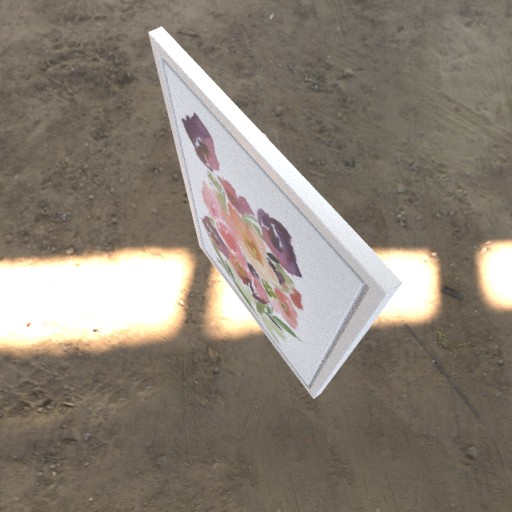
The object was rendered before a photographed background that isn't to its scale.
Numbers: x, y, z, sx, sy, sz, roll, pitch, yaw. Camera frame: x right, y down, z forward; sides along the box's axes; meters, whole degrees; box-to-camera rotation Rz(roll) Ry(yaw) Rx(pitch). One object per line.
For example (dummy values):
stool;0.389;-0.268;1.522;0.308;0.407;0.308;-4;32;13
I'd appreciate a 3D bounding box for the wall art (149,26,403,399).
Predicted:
wall art;0.000;0.000;1.359;0.042;1.056;0.805;-33;68;-15
